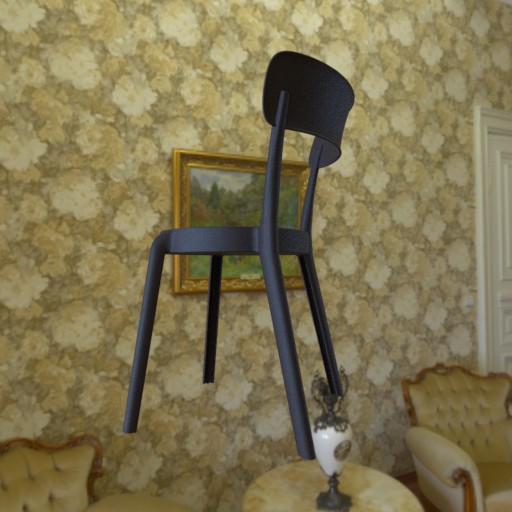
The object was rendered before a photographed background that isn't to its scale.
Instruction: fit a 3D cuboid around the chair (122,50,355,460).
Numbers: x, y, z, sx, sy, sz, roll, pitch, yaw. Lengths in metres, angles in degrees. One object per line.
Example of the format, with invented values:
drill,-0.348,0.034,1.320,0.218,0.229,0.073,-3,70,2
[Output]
chair,0.000,0.000,1.125,0.491,0.790,0.506,0,-1,18
